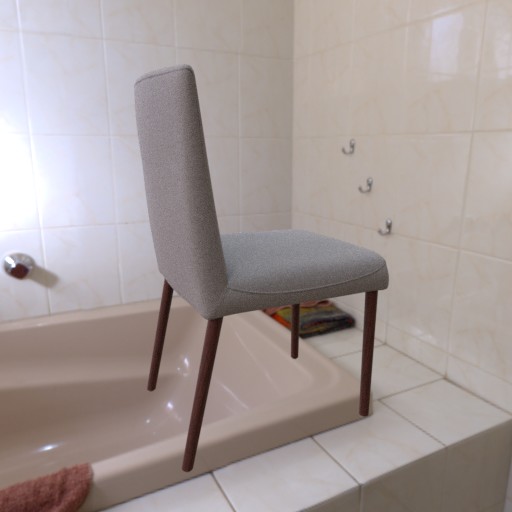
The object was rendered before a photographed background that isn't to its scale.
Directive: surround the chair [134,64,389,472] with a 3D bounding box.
[{"bbox_3d":[0.000,0.000,1.171,0.570,0.859,0.456,-6,15,-24],"label":"chair"}]
